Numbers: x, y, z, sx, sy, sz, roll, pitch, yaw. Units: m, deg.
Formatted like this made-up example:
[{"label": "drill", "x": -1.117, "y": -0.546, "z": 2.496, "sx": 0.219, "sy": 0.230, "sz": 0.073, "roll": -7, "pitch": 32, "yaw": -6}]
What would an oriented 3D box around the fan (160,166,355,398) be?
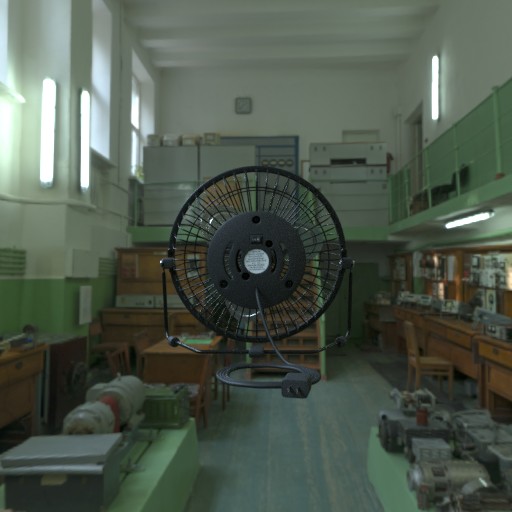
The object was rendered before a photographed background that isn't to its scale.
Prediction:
[{"label": "fan", "x": 0.000, "y": 0.000, "z": 0.390, "sx": 0.209, "sy": 0.188, "sz": 0.227, "roll": 0, "pitch": -2, "yaw": 1}]
